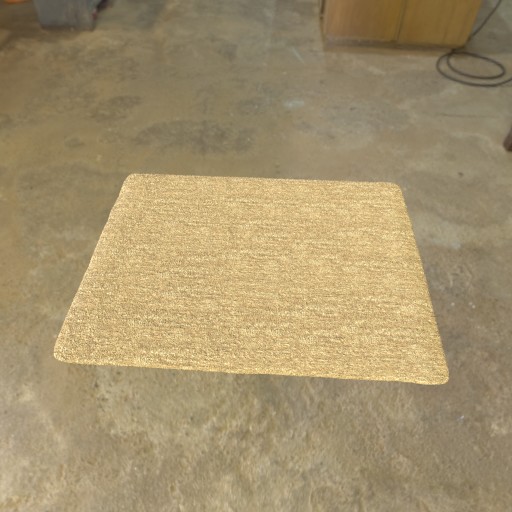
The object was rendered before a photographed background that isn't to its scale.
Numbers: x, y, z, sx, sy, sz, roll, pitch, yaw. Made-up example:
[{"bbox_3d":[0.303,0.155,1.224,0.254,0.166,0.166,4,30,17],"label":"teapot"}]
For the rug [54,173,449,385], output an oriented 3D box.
[{"bbox_3d":[0.000,0.000,3.854,2.873,0.050,2.242,3,47,2],"label":"rug"}]
